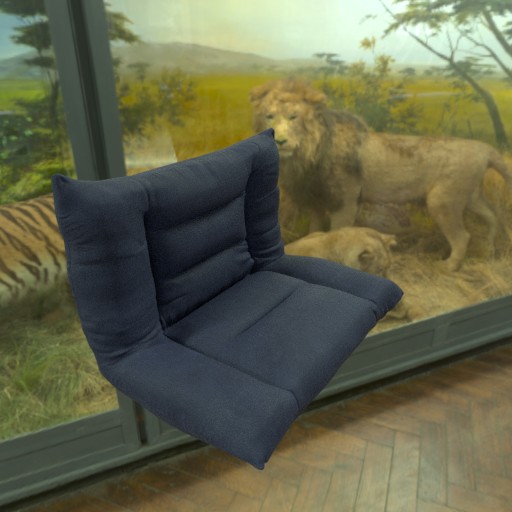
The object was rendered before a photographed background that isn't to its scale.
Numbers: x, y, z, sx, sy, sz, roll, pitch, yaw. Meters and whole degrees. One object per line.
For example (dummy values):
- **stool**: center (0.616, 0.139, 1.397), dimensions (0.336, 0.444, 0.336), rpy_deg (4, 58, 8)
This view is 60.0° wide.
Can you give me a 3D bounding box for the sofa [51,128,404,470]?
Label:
- **sofa**: center (0.000, 0.000, 1.664), dimensions (0.849, 0.778, 1.122), rpy_deg (18, 31, 32)
